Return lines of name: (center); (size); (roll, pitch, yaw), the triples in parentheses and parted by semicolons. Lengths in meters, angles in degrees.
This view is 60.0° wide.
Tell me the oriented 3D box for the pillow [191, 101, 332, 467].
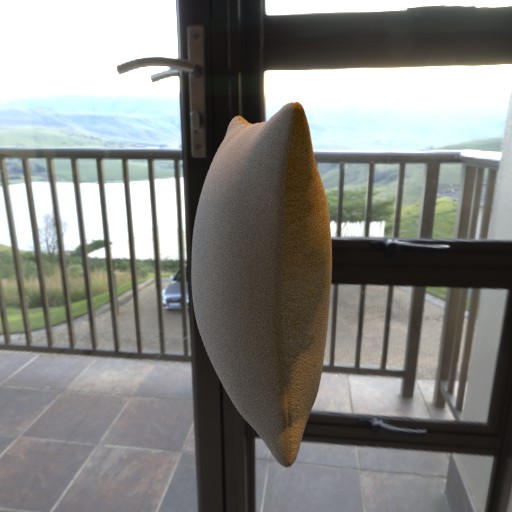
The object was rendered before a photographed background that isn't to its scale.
pillow: (0.000, 0.000, 0.722); (0.211, 0.450, 0.450); (-3, 16, -10)
